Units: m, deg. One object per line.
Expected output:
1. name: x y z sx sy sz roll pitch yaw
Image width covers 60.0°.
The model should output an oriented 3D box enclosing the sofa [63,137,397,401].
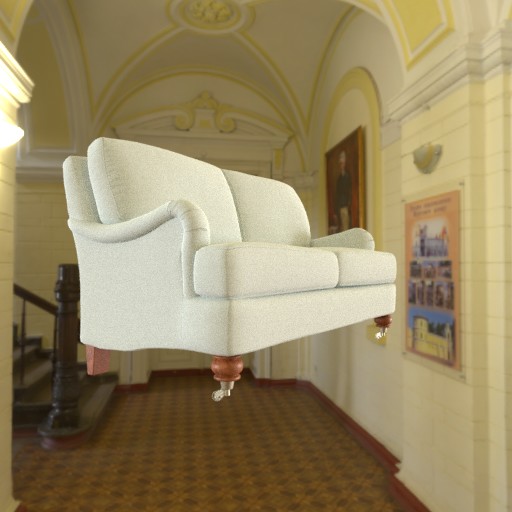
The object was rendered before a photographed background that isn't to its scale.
1. sofa: 0.000 0.000 2.550 1.084 1.101 1.853 -1 -1 36
